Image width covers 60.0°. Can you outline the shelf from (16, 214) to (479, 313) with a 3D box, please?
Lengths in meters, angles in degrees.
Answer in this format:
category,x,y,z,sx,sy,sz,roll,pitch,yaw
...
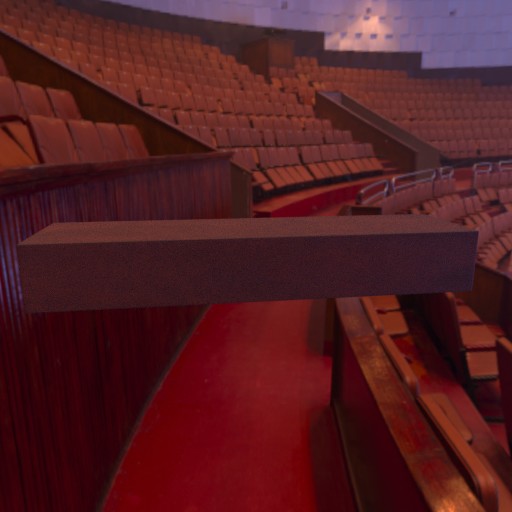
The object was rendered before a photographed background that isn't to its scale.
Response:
category,x,y,z,sx,sy,sz,roll,pitch,yaw
shelf,0.000,0.000,0.660,0.607,0.088,0.152,-2,15,-8
